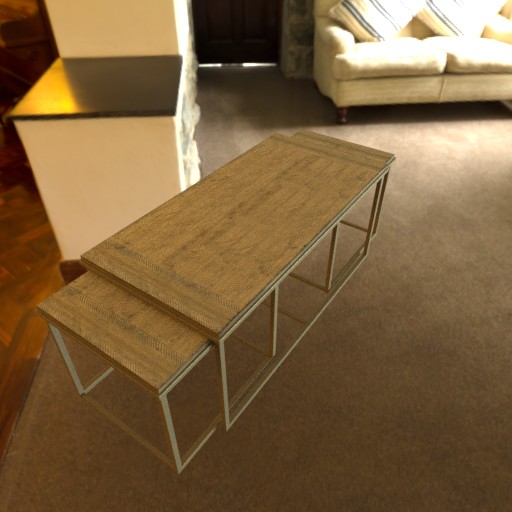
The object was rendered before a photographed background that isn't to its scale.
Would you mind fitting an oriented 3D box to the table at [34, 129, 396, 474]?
[{"bbox_3d":[0.000,0.000,1.528,0.489,0.427,1.312,24,45,26],"label":"table"}]
